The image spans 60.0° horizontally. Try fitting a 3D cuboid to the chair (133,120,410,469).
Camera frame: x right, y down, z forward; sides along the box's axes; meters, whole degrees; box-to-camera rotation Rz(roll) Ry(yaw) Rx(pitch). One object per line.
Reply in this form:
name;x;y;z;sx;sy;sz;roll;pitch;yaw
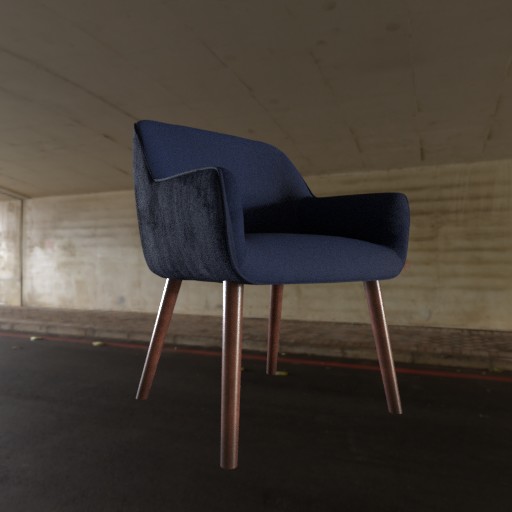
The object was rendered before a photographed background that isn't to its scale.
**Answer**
chair;0.000;0.000;1.233;0.600;0.820;0.600;0;-1;-36
